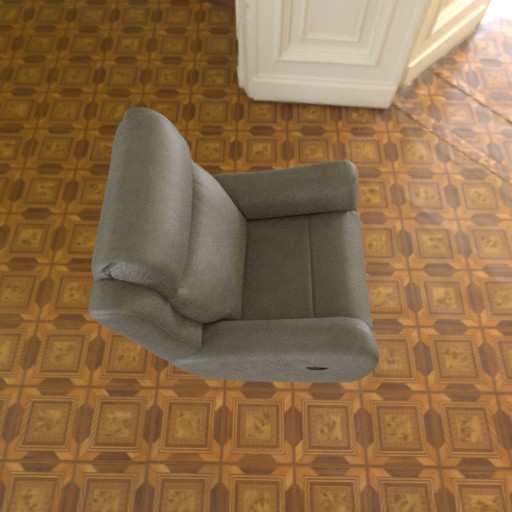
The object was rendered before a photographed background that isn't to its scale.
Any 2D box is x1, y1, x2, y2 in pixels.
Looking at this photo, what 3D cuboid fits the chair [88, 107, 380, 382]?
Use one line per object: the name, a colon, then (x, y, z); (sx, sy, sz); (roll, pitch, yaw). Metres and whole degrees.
chair: (0.000, 0.000, 1.962); (1.068, 1.116, 0.965); (0, 63, 0)
